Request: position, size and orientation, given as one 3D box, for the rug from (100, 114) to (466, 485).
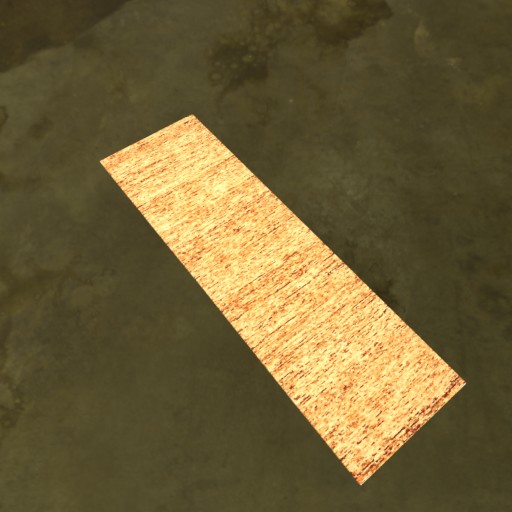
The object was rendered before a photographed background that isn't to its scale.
[{"bbox_3d":[0.000,0.000,2.360,0.680,0.014,2.237,-34,65,-19],"label":"rug"}]
